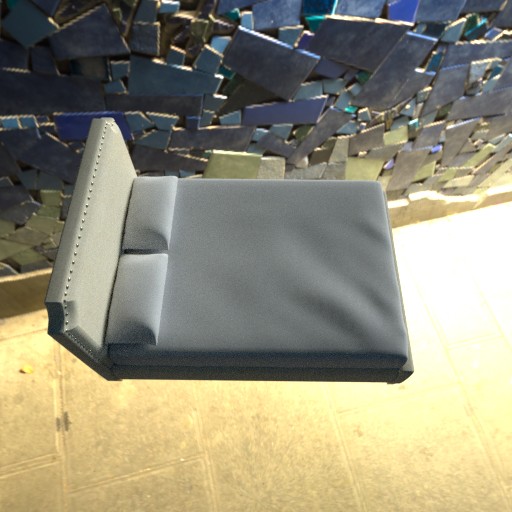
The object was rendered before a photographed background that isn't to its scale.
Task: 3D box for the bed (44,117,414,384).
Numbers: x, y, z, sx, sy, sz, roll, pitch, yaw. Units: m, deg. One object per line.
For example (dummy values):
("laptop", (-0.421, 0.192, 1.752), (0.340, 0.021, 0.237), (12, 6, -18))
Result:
("bed", (0.000, 0.000, 3.464), (2.381, 1.457, 1.713), (1, 61, 0))
